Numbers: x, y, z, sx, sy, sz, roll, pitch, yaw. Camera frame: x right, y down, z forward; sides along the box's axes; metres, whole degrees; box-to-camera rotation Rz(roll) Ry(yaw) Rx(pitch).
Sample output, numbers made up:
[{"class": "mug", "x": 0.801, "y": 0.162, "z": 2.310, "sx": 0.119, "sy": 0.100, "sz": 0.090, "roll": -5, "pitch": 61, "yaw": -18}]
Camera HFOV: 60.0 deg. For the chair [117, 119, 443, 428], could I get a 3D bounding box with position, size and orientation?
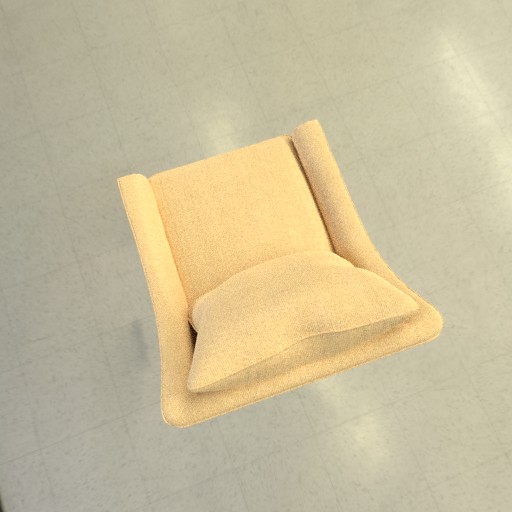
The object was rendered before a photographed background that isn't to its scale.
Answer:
[{"class": "chair", "x": 0.000, "y": 0.000, "z": 1.543, "sx": 0.760, "sy": 0.927, "sz": 0.876, "roll": -18, "pitch": 76, "yaw": -5}]
